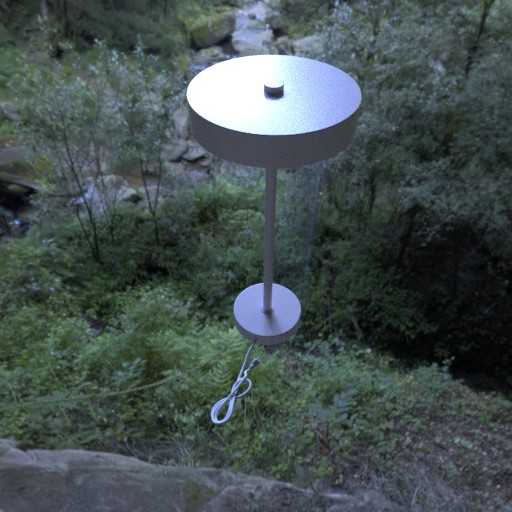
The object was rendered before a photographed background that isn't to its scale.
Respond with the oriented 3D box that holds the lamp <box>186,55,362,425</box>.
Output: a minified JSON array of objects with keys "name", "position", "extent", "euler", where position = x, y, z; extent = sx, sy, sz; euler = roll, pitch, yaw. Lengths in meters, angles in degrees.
[{"name":"lamp","position":[0.000,0.000,0.712],"extent":[0.229,0.508,0.369],"euler":[14,48,13]}]
